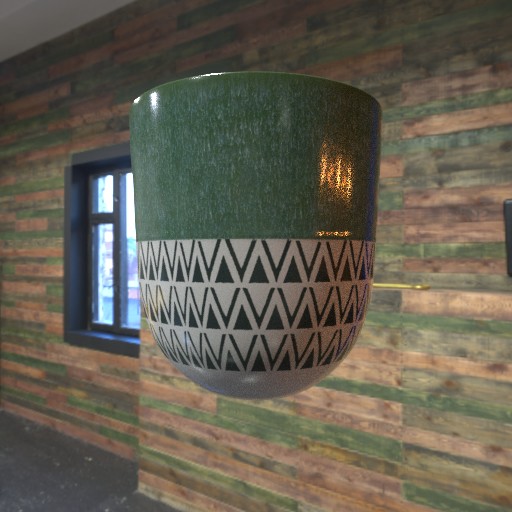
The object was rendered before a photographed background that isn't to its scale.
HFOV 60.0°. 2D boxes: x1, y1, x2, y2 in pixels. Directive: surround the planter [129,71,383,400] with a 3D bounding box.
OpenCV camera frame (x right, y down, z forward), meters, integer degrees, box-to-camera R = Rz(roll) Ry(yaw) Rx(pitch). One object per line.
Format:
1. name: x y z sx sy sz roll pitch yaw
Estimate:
1. planter: 0.000 0.000 0.354 0.195 0.214 0.195 0 0 0
